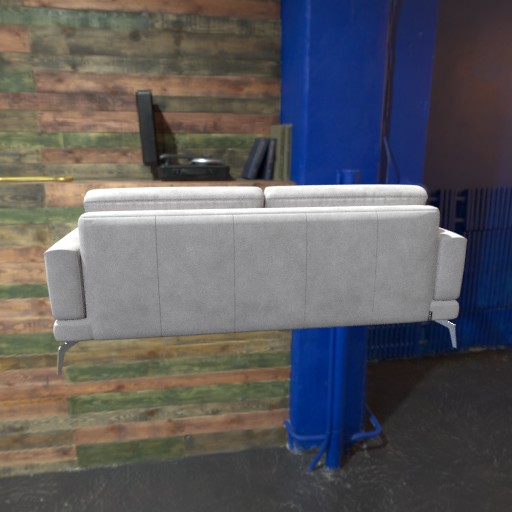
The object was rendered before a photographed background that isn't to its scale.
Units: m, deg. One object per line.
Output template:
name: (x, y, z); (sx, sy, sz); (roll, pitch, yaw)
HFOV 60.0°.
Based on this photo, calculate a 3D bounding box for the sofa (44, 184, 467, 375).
sofa: (0.000, 0.000, 2.525); (2.013, 0.830, 0.980); (-2, 14, -8)
